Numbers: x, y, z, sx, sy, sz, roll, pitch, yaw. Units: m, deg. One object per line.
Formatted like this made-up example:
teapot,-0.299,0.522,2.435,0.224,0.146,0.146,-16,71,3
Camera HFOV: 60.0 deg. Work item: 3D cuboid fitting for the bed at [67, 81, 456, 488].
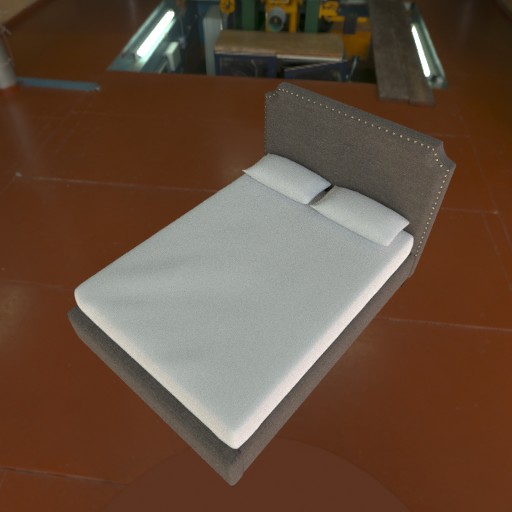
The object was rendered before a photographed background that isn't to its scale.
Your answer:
bed,0.000,0.000,3.343,1.713,1.457,2.381,32,54,27
